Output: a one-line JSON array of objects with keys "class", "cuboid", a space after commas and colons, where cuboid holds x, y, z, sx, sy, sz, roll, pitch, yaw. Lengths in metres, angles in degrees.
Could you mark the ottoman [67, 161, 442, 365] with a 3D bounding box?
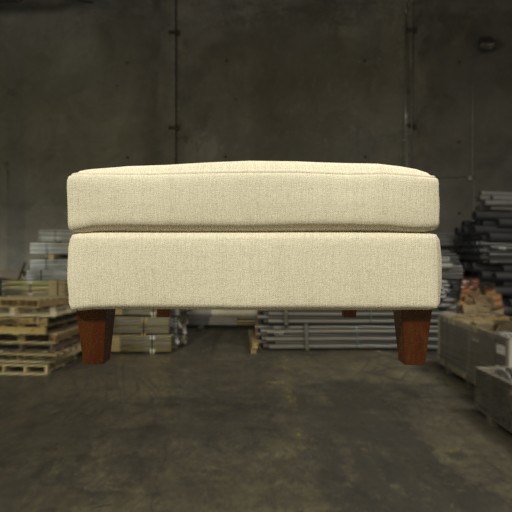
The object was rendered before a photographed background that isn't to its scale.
[{"class": "ottoman", "cuboid": [0.000, 0.000, 1.366, 0.838, 0.478, 0.838, 0, 1, 1]}]
